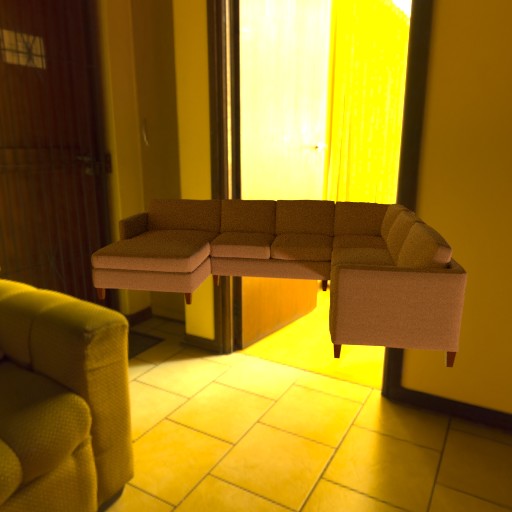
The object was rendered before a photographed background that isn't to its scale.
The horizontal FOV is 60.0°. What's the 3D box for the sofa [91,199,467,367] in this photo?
[{"bbox_3d":[0.000,0.000,4.634,3.460,0.961,2.594,2,14,9],"label":"sofa"}]
